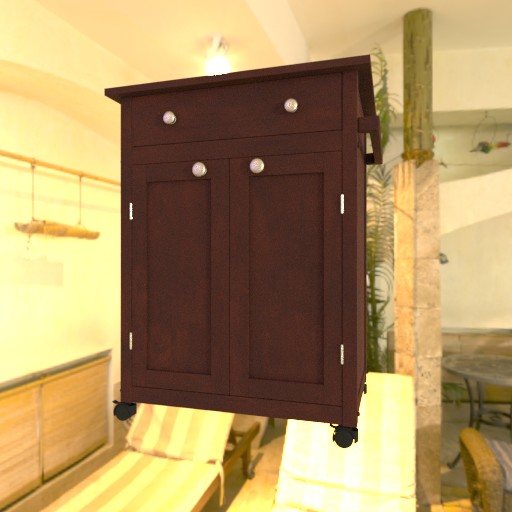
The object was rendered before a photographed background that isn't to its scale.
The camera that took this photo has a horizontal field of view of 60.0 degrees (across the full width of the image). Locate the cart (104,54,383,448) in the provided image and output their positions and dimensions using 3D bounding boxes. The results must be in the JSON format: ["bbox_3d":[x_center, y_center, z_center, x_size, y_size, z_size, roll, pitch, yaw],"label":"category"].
[{"bbox_3d":[0.000,0.000,1.255,0.683,0.864,0.442,0,0,17],"label":"cart"}]
